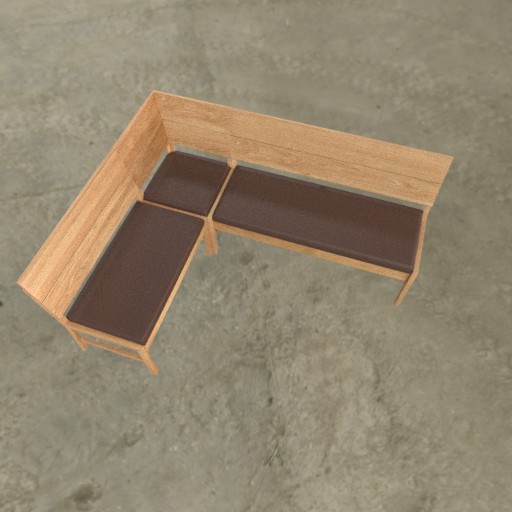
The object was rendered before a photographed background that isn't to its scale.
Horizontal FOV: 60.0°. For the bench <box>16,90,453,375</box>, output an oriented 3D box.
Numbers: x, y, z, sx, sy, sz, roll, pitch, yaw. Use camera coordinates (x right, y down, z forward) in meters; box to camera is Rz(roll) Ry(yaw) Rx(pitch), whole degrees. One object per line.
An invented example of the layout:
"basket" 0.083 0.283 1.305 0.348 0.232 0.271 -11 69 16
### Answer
"bench" 0.000 0.000 2.763 1.975 0.890 1.549 15 59 9
